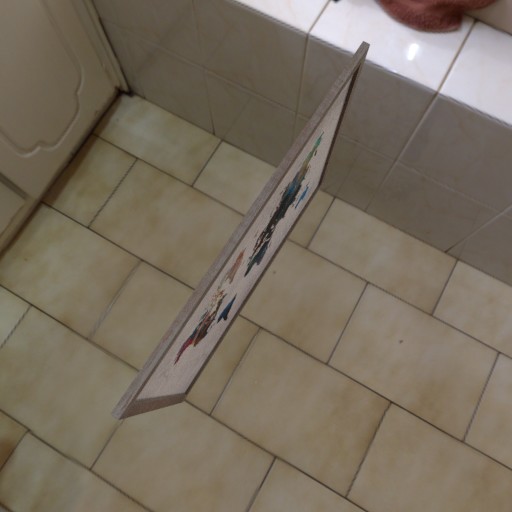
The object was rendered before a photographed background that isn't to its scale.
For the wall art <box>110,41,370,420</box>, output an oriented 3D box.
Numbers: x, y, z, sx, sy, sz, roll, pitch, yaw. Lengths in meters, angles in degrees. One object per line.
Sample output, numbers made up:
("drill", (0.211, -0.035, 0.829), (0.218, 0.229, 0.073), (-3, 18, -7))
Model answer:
("wall art", (0.000, 0.000, 1.331), (0.019, 0.774, 1.012), (31, 76, 8))
